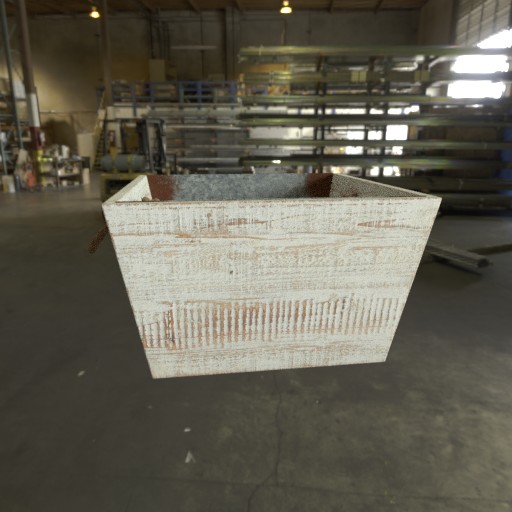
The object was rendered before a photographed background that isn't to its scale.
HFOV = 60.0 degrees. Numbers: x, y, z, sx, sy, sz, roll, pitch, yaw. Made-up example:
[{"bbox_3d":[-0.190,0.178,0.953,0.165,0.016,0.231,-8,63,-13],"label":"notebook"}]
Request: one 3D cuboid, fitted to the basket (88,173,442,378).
[{"bbox_3d":[0.000,0.000,0.757,0.545,0.247,0.413,-2,15,-8],"label":"basket"}]
